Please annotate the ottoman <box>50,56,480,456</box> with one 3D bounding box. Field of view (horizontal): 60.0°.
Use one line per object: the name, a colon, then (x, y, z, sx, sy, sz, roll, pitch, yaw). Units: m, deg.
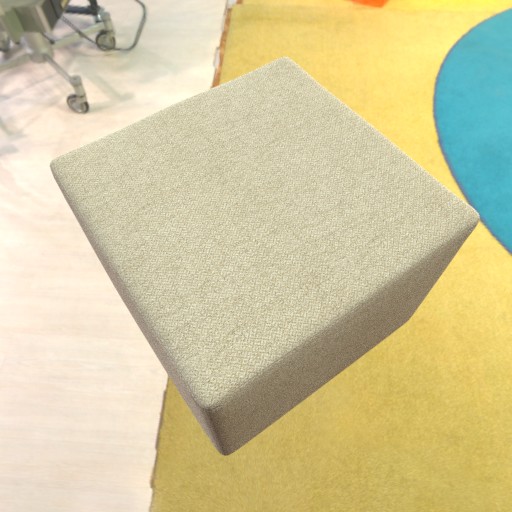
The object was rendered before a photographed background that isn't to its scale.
ottoman: (0.000, 0.000, 0.862, 0.508, 0.432, 0.508, -31, 63, -18)
